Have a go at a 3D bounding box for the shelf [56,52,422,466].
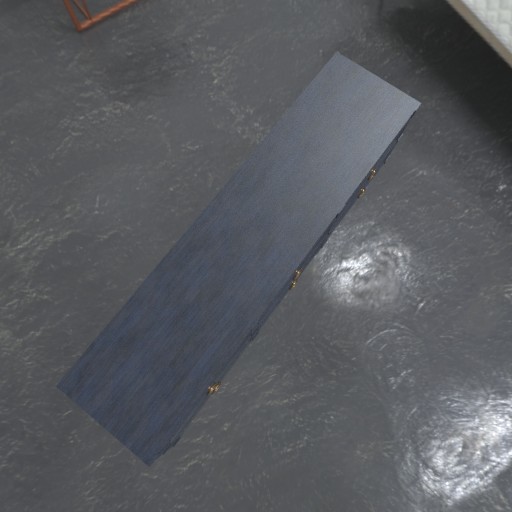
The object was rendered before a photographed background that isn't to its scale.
[{"bbox_3d":[0.000,0.000,2.175,0.471,0.715,1.878,36,77,9],"label":"shelf"}]
